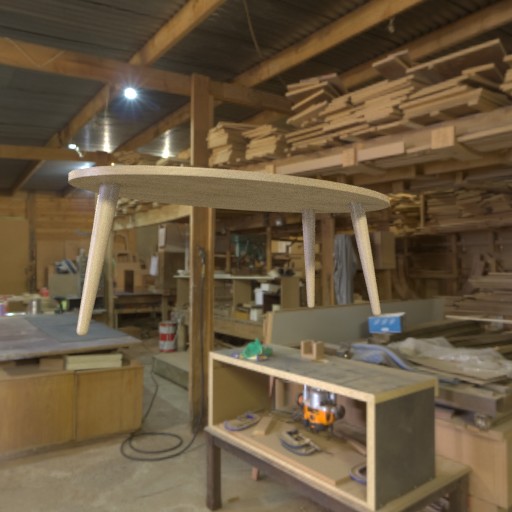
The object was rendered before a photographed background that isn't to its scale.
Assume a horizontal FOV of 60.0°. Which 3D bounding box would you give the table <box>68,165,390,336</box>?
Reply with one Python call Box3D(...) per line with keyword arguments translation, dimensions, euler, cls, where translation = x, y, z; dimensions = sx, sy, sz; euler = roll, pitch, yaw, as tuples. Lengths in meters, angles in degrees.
Box3D(translation=(0.000, 0.000, 1.362), dimensions=(1.083, 0.390, 0.542), euler=(1, -1, -36), cls="table")
